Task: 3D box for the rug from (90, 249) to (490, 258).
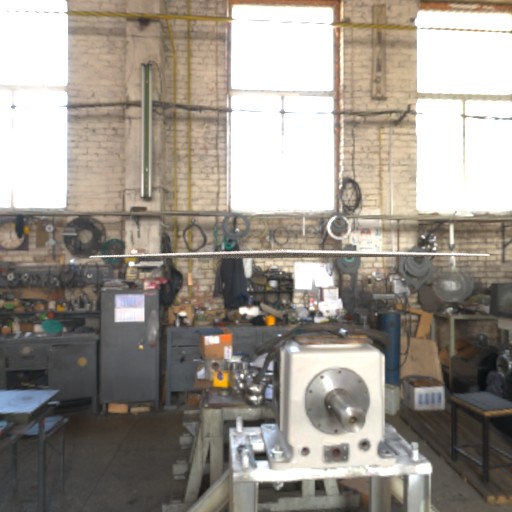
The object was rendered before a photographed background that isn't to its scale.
[{"bbox_3d":[0.000,0.000,3.059,1.536,0.012,2.431,1,-1,-37],"label":"rug"}]
